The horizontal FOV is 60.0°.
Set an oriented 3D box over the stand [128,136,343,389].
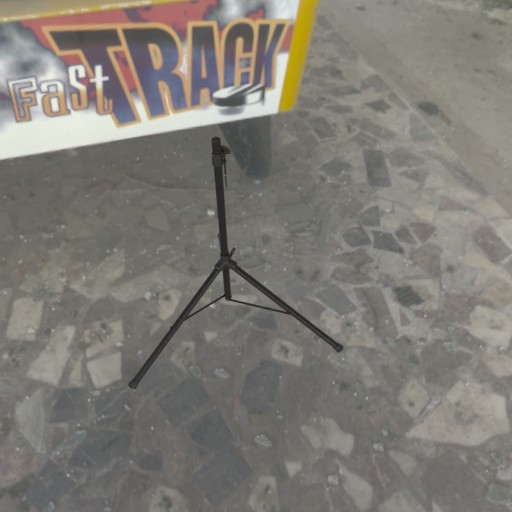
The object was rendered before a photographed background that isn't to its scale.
[{"bbox_3d":[0.000,0.000,2.814,1.339,1.595,1.596,16,49,14],"label":"stand"}]
